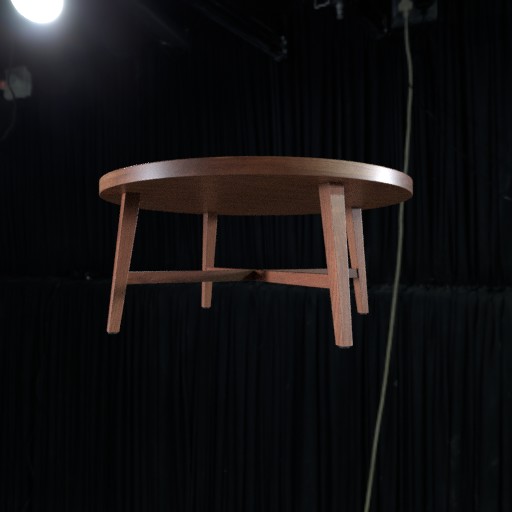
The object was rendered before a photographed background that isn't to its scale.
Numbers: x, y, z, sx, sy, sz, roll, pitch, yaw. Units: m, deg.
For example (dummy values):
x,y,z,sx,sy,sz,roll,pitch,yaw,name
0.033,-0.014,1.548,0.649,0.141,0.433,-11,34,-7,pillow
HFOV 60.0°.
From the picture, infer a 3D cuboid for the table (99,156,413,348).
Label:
x,y,z,sx,sy,sz,roll,pitch,yaw,name
0.000,0.000,1.201,0.800,0.360,0.800,0,0,0,table
